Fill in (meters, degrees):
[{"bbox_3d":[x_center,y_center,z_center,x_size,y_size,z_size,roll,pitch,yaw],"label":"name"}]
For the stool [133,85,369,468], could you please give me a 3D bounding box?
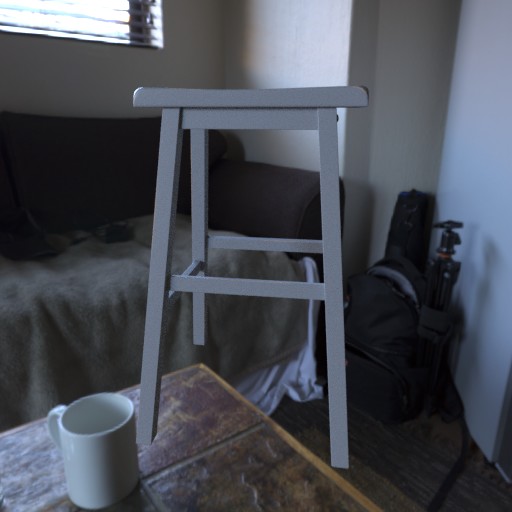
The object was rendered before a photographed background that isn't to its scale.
[{"bbox_3d":[0.000,0.000,1.046,0.457,0.737,0.476,3,18,8],"label":"stool"}]
